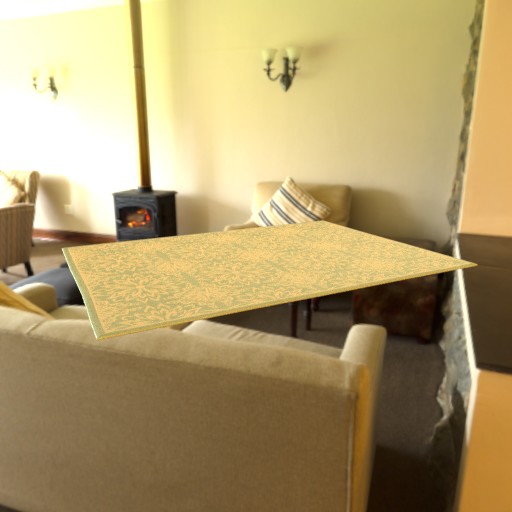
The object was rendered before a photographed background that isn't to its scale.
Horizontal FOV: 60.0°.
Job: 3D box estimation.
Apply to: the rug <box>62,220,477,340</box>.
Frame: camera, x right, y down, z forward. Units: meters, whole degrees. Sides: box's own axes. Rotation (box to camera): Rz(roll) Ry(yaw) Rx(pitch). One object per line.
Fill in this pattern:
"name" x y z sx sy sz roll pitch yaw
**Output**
"rug" 0.000 0.000 2.880 2.205 0.014 1.589 -8 17 -26
